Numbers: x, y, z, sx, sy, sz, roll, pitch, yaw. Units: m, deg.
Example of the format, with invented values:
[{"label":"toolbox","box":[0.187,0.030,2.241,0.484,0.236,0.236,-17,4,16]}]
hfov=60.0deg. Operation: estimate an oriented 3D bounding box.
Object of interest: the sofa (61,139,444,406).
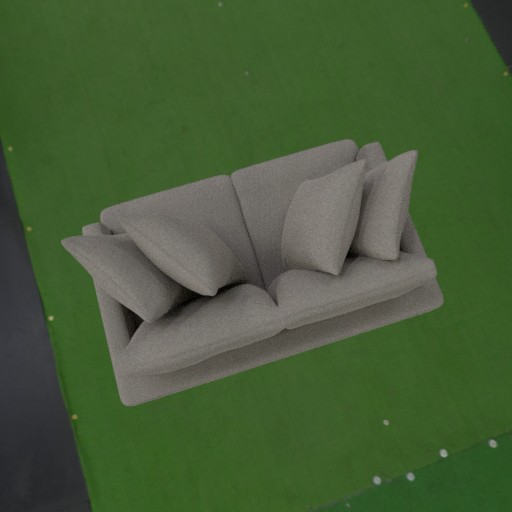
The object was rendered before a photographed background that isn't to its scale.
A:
[{"label":"sofa","box":[0.000,0.000,2.649,1.869,1.080,1.228,-17,77,-4]}]
